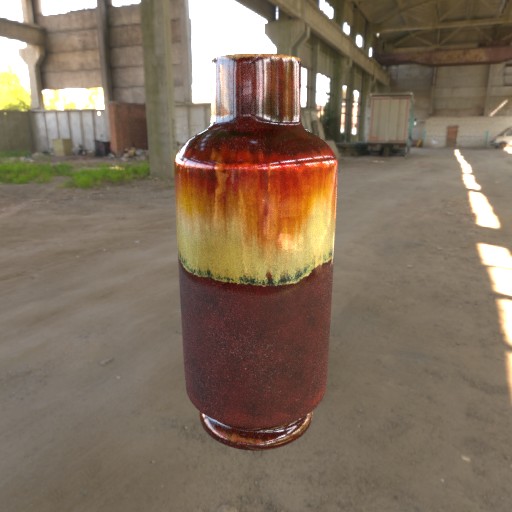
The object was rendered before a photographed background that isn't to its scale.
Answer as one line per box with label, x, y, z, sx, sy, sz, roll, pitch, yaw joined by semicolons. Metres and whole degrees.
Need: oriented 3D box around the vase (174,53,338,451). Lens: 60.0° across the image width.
vase;0.000;0.000;0.319;0.111;0.261;0.111;0;16;0
